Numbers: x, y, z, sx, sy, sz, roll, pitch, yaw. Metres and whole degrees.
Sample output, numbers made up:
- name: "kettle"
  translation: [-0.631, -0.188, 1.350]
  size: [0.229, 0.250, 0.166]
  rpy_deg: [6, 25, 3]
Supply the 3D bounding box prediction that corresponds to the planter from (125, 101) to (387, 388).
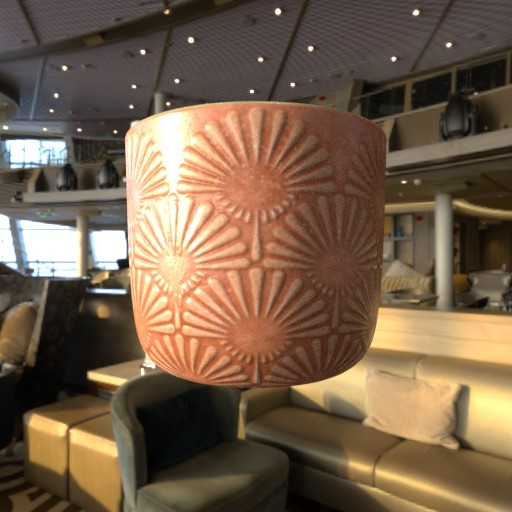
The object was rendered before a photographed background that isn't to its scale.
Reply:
- name: "planter"
  translation: [0.000, 0.000, 0.218]
  size: [0.124, 0.109, 0.124]
  rpy_deg: [0, -1, 0]
